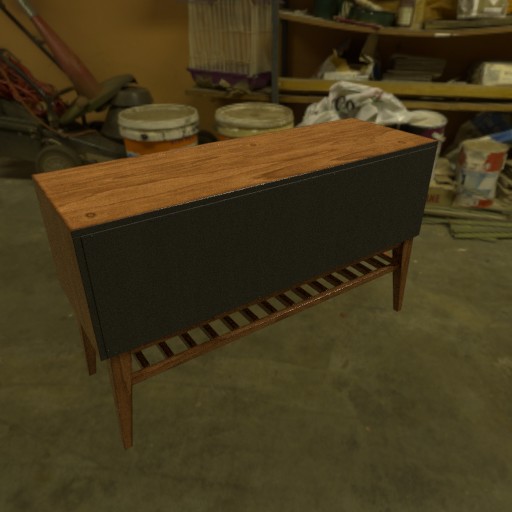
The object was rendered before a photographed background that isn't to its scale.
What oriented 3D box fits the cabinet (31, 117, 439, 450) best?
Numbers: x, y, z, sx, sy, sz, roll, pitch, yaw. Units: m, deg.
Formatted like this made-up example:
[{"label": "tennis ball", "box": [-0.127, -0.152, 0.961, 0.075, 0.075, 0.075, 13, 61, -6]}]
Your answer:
[{"label": "cabinet", "box": [0.000, 0.000, 1.732, 1.363, 0.802, 0.477, -19, 35, -29]}]
